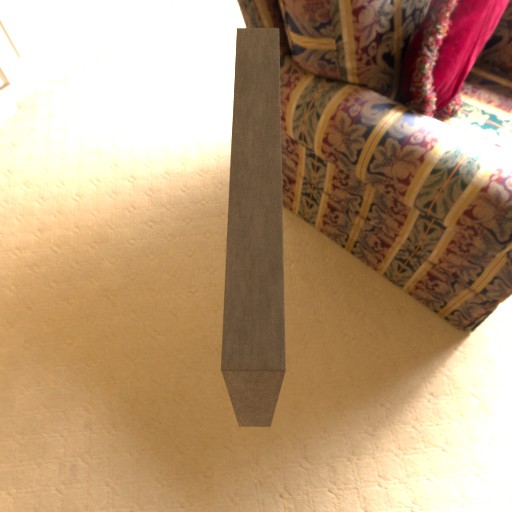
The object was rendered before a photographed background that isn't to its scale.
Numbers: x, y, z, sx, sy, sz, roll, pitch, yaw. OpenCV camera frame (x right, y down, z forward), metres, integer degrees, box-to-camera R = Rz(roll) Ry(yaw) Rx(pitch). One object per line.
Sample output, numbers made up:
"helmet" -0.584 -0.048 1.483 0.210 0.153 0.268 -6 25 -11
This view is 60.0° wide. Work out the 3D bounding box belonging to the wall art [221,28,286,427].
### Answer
"wall art" 0.000 0.000 0.461 0.038 0.302 0.303 1 63 0
